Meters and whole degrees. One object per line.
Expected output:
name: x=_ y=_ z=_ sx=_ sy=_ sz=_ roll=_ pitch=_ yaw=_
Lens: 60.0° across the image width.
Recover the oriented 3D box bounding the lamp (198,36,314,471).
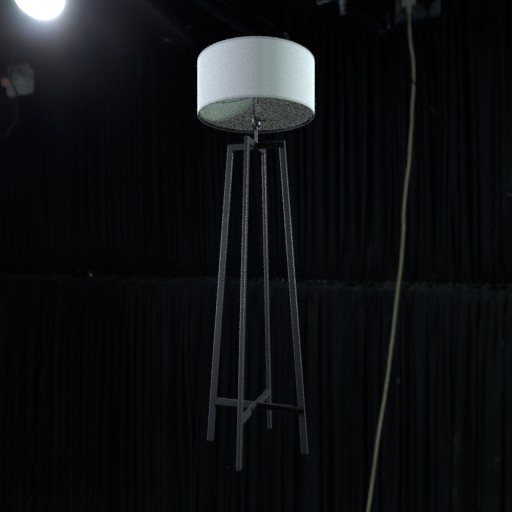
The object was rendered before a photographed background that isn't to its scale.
lamp: x=0.000 y=0.000 z=1.753 sx=0.456 sy=1.510 sz=0.457 roll=0 pitch=0 yaw=18
